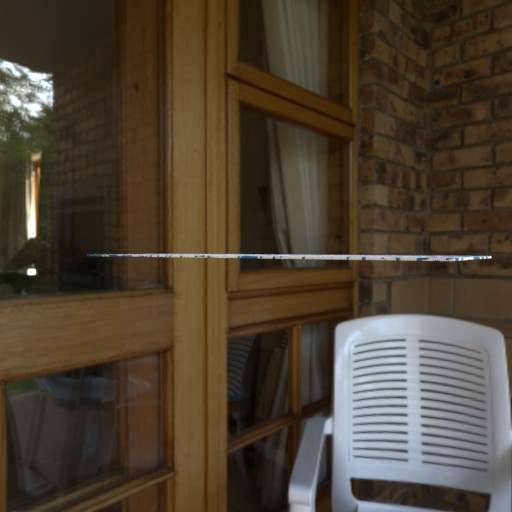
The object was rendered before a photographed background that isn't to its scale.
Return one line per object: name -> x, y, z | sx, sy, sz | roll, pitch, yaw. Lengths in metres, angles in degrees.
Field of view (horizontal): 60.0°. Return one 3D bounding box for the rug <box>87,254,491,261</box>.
rug -> 0.000, 0.000, 2.688 | 2.435, 0.011, 0.750 | 1, 1, 37
